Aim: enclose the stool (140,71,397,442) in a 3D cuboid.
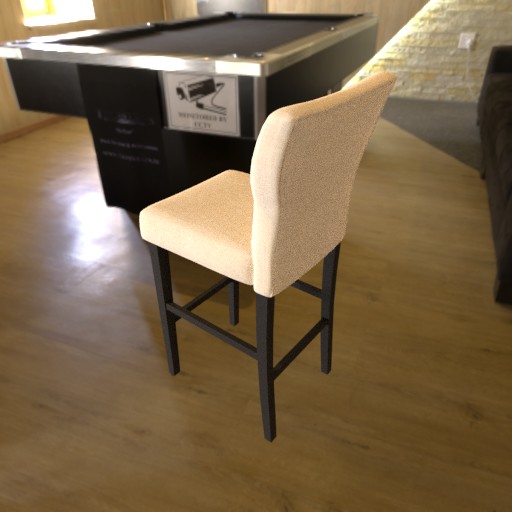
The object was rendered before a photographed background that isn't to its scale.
[{"bbox_3d":[0.000,0.000,1.448,0.603,1.124,0.516,22,39,31],"label":"stool"}]
